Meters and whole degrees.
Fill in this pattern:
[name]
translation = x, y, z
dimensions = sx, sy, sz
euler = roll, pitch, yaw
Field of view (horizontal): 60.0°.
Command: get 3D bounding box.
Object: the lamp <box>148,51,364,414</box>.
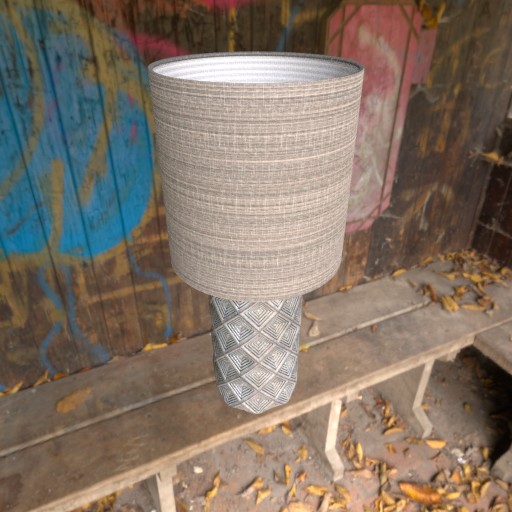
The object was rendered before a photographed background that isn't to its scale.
[lamp]
translation = 0.000, 0.000, 0.707
dimensions = 0.269, 0.566, 0.268
euler = 20, 36, 30
